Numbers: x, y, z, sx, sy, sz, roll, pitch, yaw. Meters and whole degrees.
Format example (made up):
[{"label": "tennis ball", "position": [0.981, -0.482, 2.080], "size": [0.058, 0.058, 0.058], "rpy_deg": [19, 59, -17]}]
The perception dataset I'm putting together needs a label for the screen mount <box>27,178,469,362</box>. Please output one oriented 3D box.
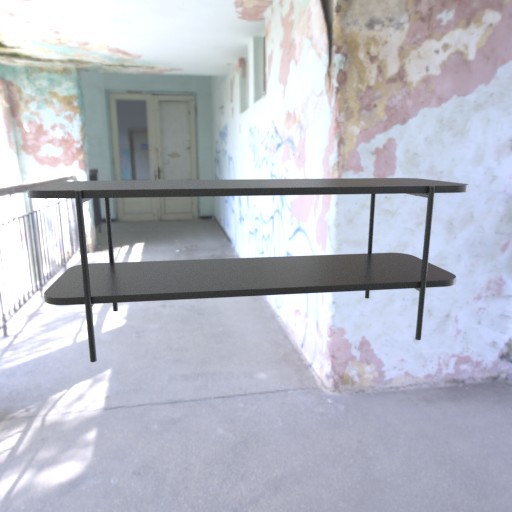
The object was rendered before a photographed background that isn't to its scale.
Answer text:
[{"label": "screen mount", "position": [0.000, 0.000, 1.373], "size": [1.200, 0.447, 0.400], "rpy_deg": [-2, 13, -9]}]
